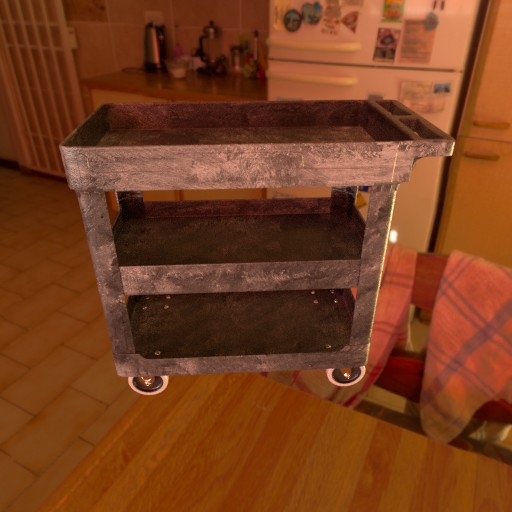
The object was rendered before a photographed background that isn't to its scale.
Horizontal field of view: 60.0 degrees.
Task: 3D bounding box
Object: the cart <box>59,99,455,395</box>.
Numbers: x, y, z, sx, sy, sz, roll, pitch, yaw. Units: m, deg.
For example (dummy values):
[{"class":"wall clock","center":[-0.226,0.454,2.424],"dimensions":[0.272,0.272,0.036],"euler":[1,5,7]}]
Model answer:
[{"class":"cart","center":[0.000,0.000,1.351],"dimensions":[0.877,0.824,0.420],"euler":[-2,31,-3]}]
